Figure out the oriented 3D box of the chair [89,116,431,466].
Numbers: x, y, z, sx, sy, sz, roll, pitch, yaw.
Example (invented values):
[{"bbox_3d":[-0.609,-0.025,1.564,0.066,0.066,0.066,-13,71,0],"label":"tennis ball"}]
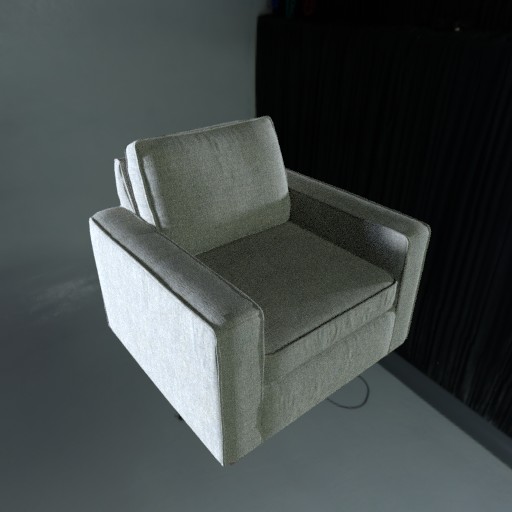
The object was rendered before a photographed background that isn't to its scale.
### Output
[{"bbox_3d":[0.000,0.000,1.775,1.016,0.914,0.940,-22,37,-33],"label":"chair"}]
